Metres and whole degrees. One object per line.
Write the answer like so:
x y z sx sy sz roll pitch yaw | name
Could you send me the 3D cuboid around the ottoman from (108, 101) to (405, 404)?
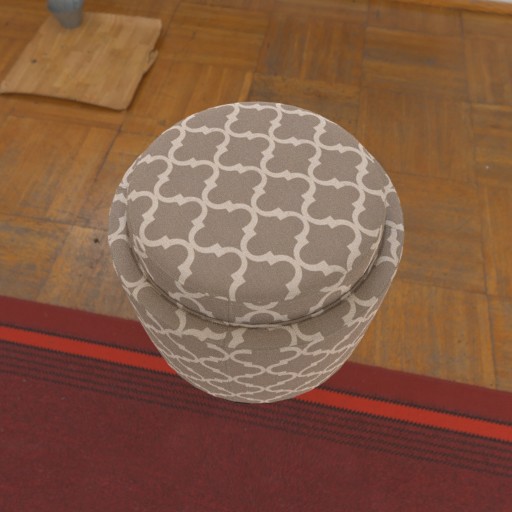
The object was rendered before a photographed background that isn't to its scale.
0.000 0.000 0.834 0.480 0.429 0.480 0 59 0 | ottoman
